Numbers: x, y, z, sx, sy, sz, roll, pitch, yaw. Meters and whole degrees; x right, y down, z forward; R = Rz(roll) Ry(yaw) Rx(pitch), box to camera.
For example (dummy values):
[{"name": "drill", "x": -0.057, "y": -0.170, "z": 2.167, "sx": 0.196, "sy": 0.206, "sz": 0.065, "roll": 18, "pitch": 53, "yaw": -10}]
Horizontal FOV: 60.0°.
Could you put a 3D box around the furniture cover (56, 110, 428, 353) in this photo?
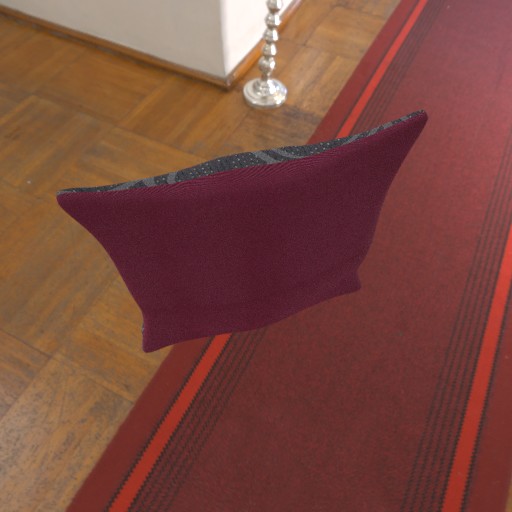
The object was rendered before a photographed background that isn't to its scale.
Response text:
[{"name": "furniture cover", "x": 0.000, "y": 0.000, "z": 0.795, "sx": 0.514, "sy": 0.513, "sz": 0.163, "roll": -15, "pitch": 58, "yaw": -10}]
